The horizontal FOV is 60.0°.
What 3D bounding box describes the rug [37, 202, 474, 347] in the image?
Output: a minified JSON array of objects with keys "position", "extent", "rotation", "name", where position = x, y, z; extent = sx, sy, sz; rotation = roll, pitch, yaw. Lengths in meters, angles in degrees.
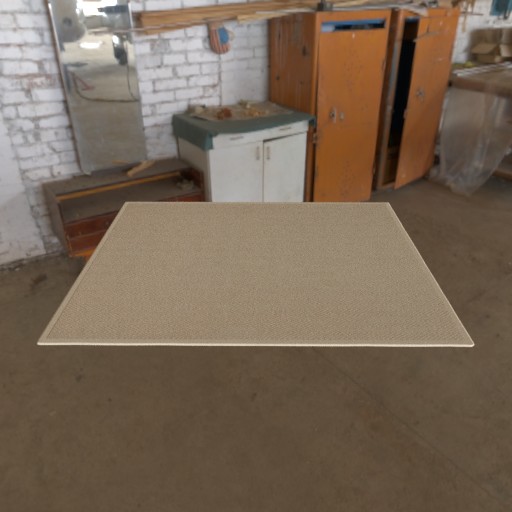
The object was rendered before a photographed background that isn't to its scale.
[{"position":[0.000,0.000,4.101],"extent":[3.051,0.020,2.407],"rotation":[0,31,0],"name":"rug"}]
